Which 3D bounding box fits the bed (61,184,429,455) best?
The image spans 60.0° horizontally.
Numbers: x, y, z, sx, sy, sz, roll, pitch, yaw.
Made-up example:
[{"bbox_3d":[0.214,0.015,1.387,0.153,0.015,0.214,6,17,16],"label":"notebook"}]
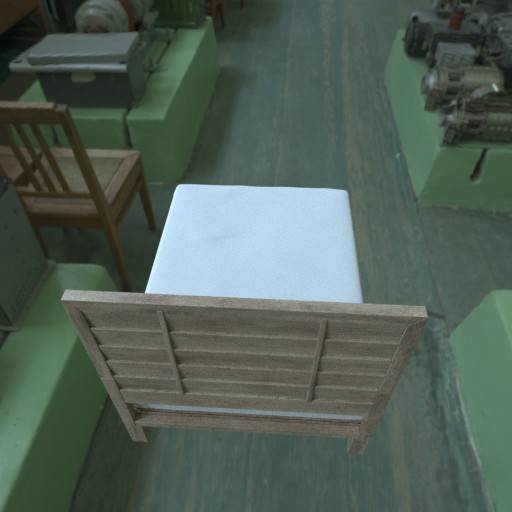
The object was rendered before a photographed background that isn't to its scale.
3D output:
[{"bbox_3d":[0.000,0.000,3.289,1.626,1.626,2.197,2,46,2],"label":"bed"}]
